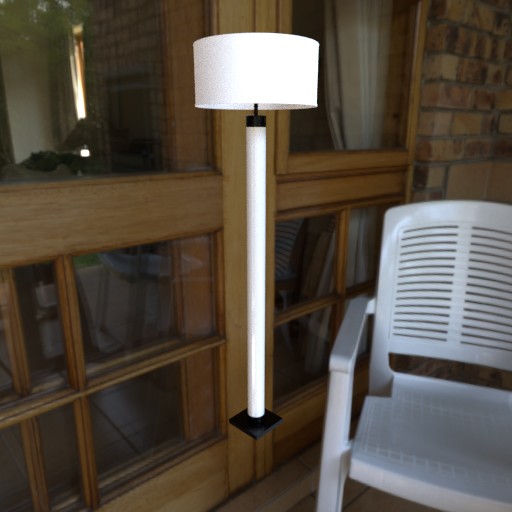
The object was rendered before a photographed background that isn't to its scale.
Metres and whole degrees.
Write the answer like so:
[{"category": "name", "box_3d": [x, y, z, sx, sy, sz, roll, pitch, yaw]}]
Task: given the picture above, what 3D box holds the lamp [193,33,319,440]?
[{"category": "lamp", "box_3d": [0.000, 0.000, 1.680, 0.420, 1.475, 0.420, 14, 21, 42]}]
